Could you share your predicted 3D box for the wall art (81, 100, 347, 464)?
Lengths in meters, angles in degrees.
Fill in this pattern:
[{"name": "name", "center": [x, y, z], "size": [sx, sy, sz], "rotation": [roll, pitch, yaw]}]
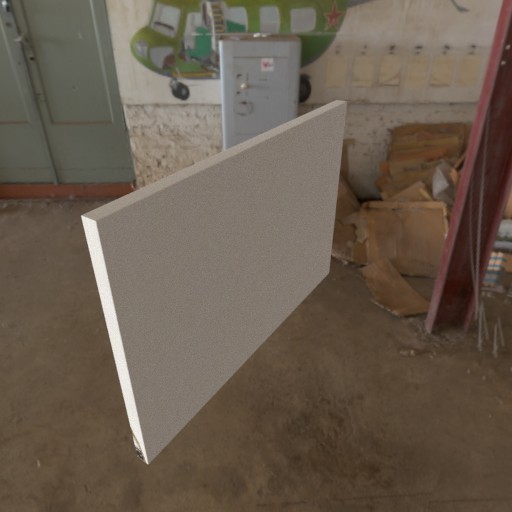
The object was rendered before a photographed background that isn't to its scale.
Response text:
[{"name": "wall art", "center": [0.000, 0.000, 1.136], "size": [0.038, 0.601, 0.898], "rotation": [20, 37, 28]}]
